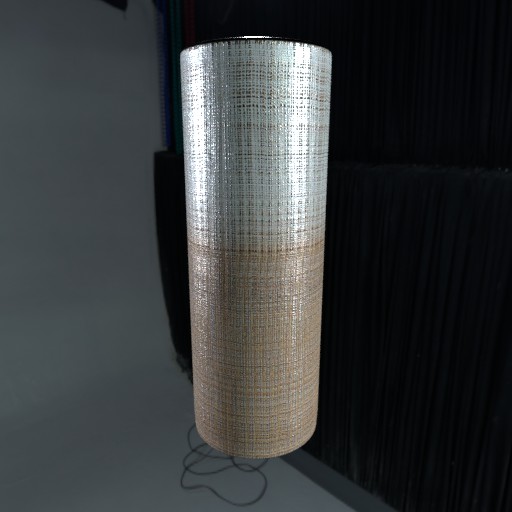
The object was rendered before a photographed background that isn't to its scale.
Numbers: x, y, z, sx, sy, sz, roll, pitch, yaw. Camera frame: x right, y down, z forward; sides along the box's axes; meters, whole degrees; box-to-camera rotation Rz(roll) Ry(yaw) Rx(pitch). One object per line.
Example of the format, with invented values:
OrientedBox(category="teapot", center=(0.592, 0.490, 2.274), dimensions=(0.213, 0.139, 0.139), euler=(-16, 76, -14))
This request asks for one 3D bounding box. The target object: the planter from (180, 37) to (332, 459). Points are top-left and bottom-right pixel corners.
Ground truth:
OrientedBox(category="planter", center=(0.000, 0.000, 0.328), dimensions=(0.099, 0.278, 0.099), euler=(14, 20, 42))
